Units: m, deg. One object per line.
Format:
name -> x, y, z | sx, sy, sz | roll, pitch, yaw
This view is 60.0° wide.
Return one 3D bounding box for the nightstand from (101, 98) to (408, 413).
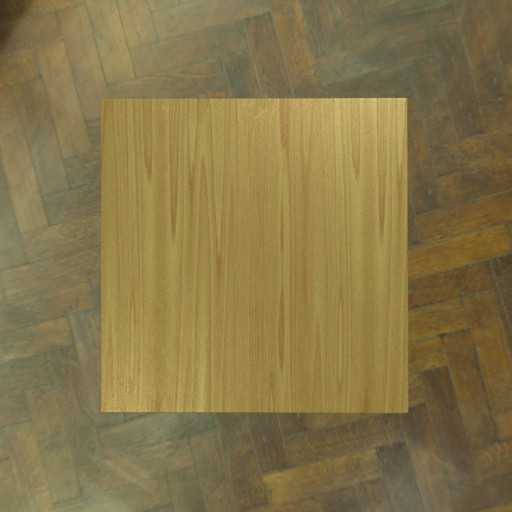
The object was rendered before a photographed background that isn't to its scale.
nightstand -> 0.000, 0.000, 0.907 | 0.418, 0.614, 0.428 | 0, 90, 0
